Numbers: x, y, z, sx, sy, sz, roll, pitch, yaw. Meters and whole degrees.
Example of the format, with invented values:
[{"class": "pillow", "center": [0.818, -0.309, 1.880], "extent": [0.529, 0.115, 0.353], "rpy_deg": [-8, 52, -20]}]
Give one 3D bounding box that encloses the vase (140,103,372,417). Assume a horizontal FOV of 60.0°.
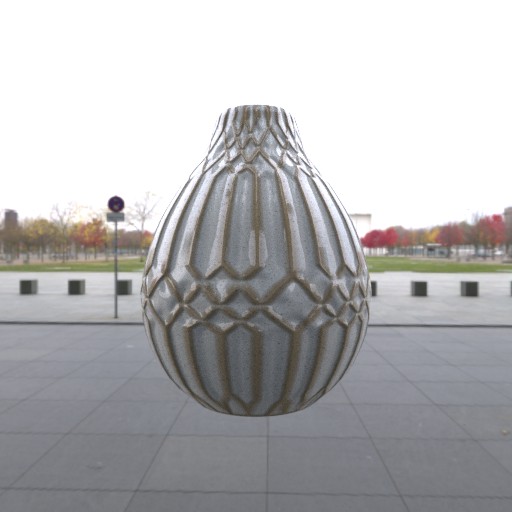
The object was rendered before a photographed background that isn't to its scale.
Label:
[{"class": "vase", "center": [0.000, 0.000, 0.316], "extent": [0.159, 0.200, 0.159], "rpy_deg": [0, 1, 0]}]
